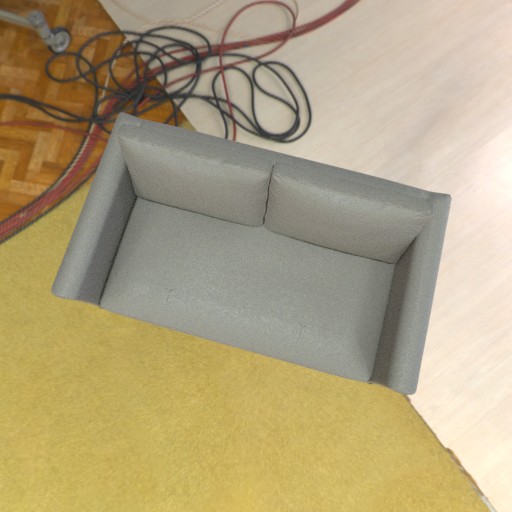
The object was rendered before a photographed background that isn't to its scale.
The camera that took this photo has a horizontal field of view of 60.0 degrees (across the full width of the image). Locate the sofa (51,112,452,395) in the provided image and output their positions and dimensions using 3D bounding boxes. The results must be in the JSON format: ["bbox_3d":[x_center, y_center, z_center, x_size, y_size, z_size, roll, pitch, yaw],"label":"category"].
[{"bbox_3d":[0.000,0.000,2.162,1.598,0.873,0.899,15,77,3],"label":"sofa"}]
